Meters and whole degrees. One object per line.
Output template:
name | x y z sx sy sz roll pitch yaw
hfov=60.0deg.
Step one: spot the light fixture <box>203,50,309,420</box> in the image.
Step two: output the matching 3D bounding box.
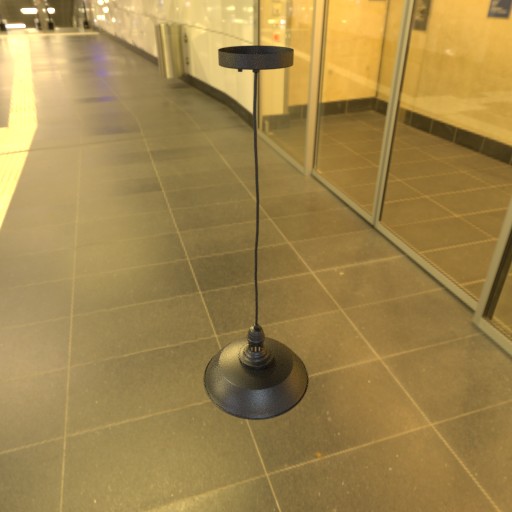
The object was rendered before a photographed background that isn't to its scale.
light fixture | 0.000 0.000 1.170 0.331 0.993 0.331 -21 37 -31
